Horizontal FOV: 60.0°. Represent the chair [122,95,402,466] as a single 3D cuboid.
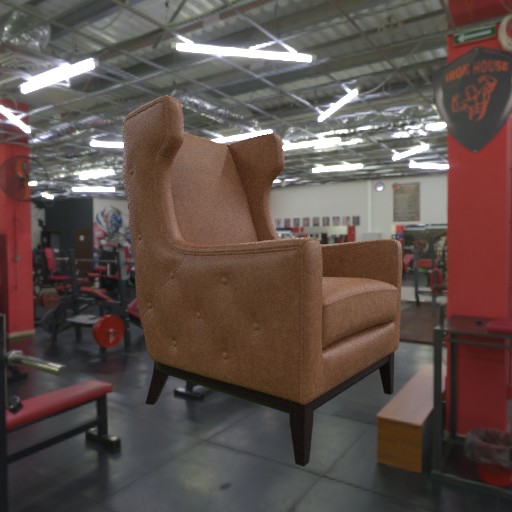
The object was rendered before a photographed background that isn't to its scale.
[{"bbox_3d":[0.000,0.000,1.674,0.899,1.079,0.766,1,3,36],"label":"chair"}]
